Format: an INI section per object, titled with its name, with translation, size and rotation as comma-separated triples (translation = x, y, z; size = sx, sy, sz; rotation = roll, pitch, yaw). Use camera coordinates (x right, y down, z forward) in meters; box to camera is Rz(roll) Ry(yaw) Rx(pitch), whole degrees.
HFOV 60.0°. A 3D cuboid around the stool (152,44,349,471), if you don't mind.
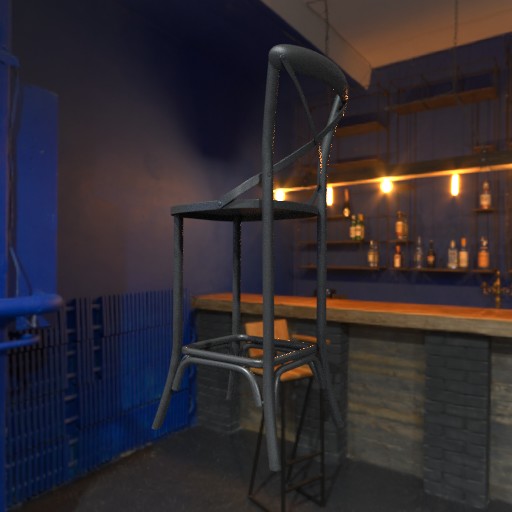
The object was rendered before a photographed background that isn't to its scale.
[stool]
translation = 0.000, 0.000, 1.501
size = 0.584, 1.168, 0.457
rotation = 0, 0, 37
